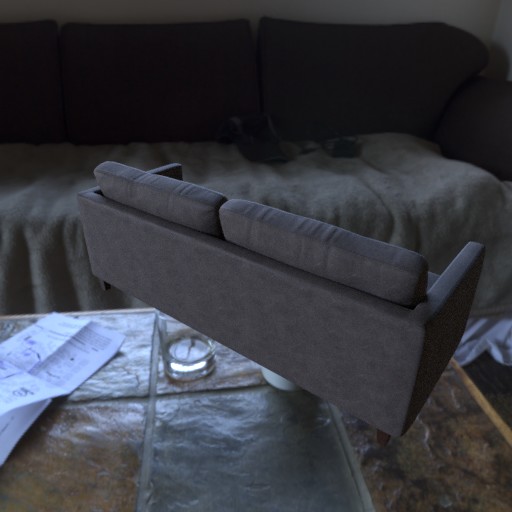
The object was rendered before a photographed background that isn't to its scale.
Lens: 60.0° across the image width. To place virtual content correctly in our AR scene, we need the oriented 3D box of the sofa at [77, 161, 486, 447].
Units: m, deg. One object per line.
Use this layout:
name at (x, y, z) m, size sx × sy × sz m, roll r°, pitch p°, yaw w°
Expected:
sofa at (0.000, 0.000, 2.810) m, size 2.434 × 0.965 × 0.951 m, roll 20°, pitch 34°, yaw 33°
